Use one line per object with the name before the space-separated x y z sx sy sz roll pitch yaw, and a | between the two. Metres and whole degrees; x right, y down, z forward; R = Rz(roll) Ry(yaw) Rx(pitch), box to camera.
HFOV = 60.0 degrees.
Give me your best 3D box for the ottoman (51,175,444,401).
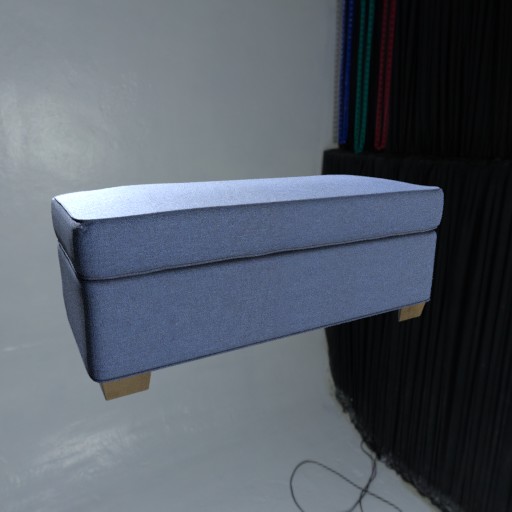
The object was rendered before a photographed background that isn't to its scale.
ottoman | 0.000 0.000 1.390 1.110 0.460 0.515 -8 17 -28
